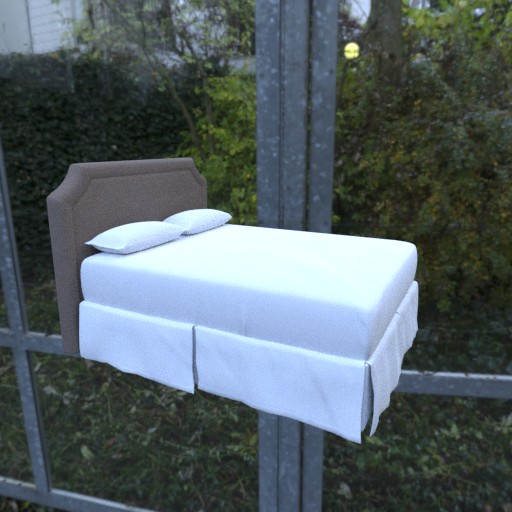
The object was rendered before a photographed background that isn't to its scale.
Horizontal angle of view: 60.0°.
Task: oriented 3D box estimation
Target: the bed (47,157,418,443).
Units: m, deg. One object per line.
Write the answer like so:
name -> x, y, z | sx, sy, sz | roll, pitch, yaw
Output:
bed -> 0.000, 0.000, 3.132 | 2.116, 1.290, 1.693 | 7, 16, 26
